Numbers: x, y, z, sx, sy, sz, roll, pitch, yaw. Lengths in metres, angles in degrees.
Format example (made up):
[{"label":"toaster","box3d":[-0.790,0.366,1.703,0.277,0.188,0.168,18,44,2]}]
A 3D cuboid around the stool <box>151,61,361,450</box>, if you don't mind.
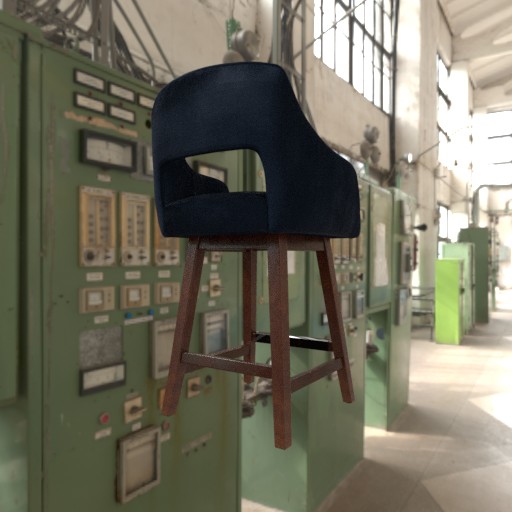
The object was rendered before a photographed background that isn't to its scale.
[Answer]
[{"label":"stool","box3d":[0.000,0.000,1.336,0.550,0.940,0.560,0,0,34]}]
